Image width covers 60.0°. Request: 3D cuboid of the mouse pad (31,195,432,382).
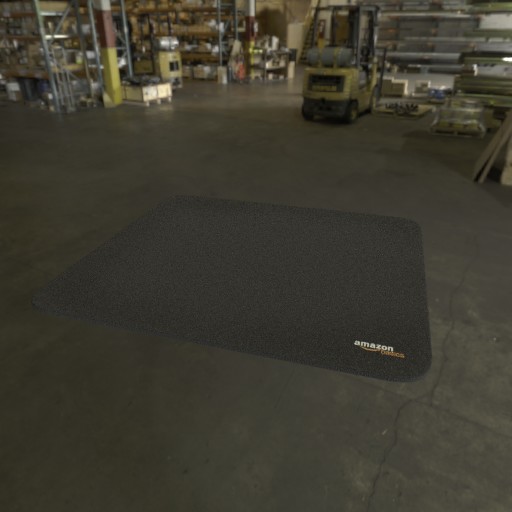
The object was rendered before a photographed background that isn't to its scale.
[{"bbox_3d":[0.000,0.000,0.315,0.229,0.003,0.203,8,28,15],"label":"mouse pad"}]
